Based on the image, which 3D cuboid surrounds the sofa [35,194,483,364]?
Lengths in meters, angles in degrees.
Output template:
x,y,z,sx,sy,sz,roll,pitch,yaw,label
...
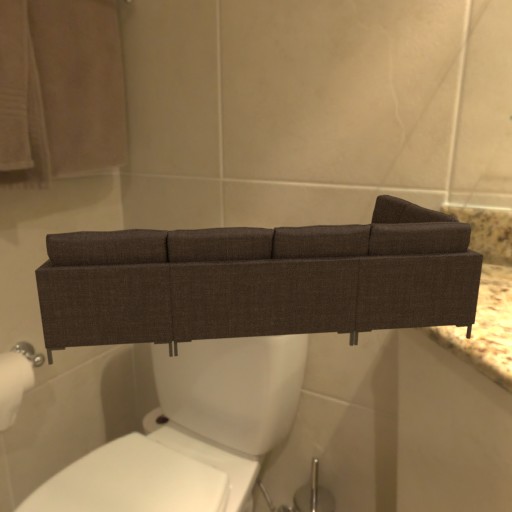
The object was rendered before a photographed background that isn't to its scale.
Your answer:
x,y,z,sx,sy,sz,roll,pitch,yaw,label
0.000,0.000,4.303,3.423,0.999,2.048,-2,15,-7,sofa
